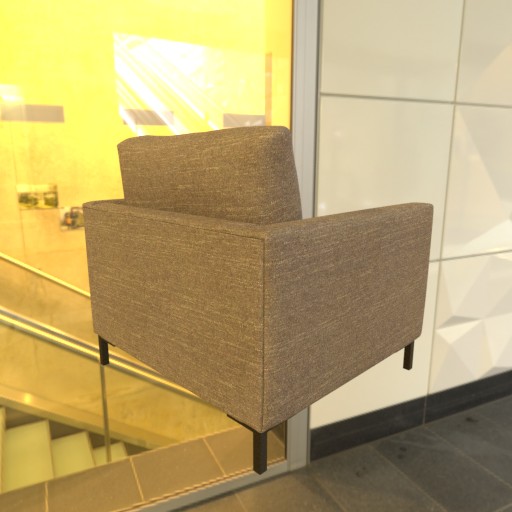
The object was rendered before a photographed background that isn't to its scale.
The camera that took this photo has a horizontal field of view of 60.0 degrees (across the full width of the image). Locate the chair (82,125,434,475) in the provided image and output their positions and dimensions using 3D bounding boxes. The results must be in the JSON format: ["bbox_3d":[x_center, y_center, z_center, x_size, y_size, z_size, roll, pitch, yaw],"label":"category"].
[{"bbox_3d":[0.000,0.000,1.575,0.845,0.841,0.940,-12,18,-43],"label":"chair"}]
